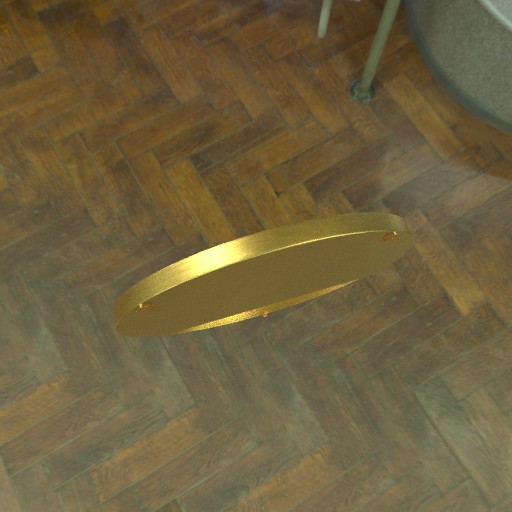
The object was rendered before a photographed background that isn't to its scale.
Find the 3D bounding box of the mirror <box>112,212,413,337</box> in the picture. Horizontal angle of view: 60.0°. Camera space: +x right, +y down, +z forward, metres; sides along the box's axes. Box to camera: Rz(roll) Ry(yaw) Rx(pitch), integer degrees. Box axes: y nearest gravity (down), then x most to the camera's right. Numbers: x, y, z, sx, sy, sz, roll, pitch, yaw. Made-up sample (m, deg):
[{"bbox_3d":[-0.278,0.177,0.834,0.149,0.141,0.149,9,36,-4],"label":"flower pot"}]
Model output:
[{"bbox_3d":[0.000,0.000,0.706,0.457,0.457,0.133,-16,75,-4],"label":"mirror"}]
